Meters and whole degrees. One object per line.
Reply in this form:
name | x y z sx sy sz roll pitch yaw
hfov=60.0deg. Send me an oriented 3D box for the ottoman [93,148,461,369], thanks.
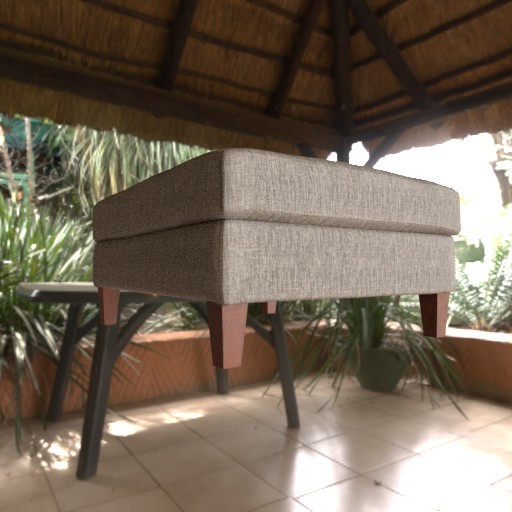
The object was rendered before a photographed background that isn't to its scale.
ottoman | 0.000 0.000 1.481 0.839 0.492 0.994 1 -2 -34
